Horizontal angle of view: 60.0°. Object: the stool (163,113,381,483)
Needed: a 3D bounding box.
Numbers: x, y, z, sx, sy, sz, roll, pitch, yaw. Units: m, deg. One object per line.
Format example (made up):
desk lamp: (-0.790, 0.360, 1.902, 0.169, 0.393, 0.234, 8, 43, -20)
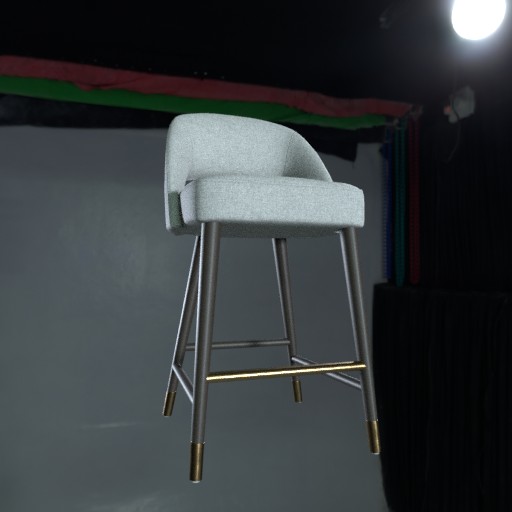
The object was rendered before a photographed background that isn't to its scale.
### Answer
stool: (0.000, 0.000, 1.220, 0.494, 0.940, 0.509, 1, -2, -19)
